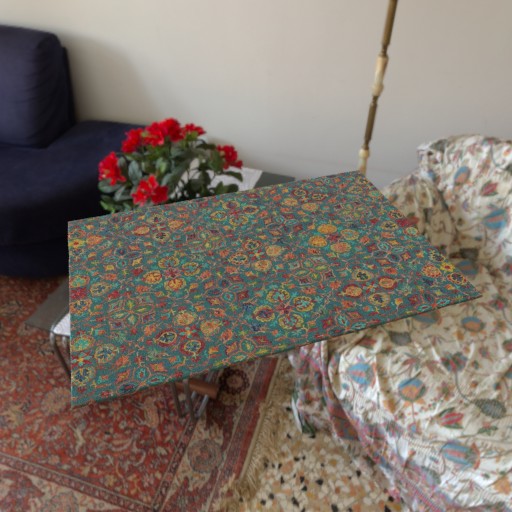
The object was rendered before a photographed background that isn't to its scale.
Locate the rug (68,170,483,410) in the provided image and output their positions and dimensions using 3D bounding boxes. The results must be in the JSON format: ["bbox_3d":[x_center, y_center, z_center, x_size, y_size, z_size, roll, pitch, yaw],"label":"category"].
[{"bbox_3d":[0.000,0.000,2.286,1.836,0.014,1.216,-12,42,-14],"label":"rug"}]
